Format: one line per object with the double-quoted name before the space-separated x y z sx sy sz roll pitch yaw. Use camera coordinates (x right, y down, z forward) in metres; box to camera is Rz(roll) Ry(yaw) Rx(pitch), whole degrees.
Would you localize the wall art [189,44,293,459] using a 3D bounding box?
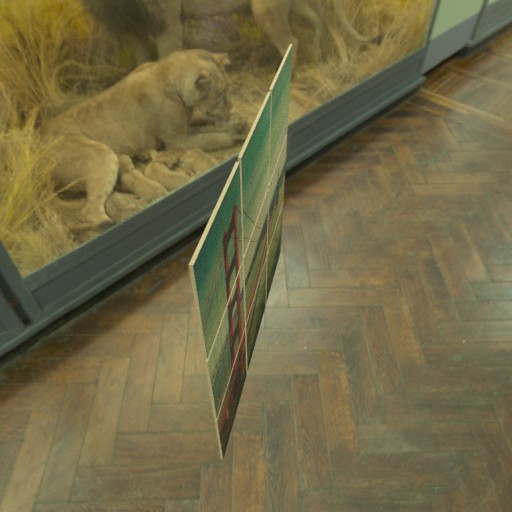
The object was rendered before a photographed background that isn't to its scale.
"wall art" 0.000 0.000 2.251 0.014 1.507 1.519 10 48 9
